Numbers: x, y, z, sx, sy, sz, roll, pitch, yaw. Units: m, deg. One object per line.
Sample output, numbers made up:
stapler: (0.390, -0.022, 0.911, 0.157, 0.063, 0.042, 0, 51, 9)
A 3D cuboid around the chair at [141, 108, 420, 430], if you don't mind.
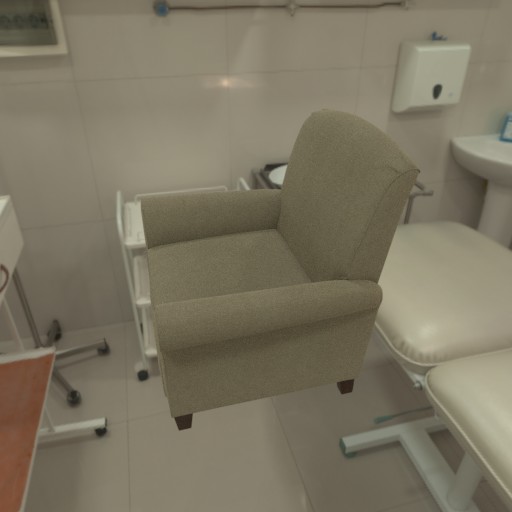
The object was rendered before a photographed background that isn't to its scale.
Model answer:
chair: (0.000, 0.000, 1.840, 0.905, 1.061, 0.978, -8, 33, -13)
